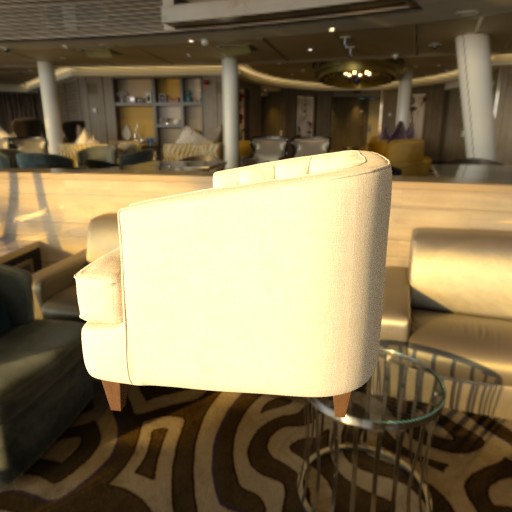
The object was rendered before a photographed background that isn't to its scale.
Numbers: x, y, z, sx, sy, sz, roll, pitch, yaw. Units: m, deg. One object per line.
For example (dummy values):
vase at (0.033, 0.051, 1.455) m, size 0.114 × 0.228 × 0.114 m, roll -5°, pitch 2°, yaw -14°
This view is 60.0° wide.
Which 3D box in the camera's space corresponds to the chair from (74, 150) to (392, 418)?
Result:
chair at (0.000, 0.000, 1.728) m, size 0.914 × 0.787 × 1.118 m, roll 3°, pitch 16°, yaw 9°
